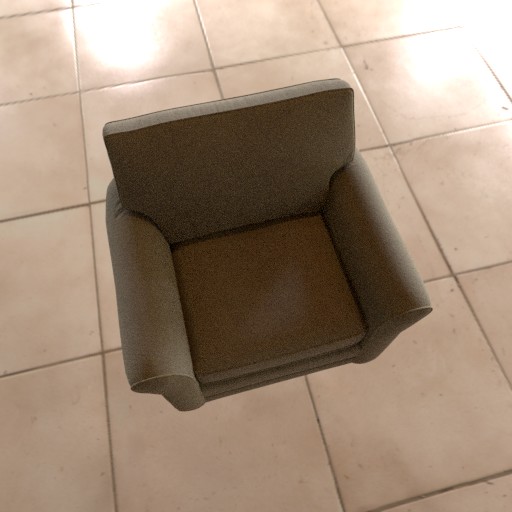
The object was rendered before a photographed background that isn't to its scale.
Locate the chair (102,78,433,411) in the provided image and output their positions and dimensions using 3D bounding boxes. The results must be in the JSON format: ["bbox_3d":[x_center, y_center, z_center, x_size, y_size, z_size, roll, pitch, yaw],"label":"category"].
[{"bbox_3d":[0.000,0.000,1.875,1.147,1.044,0.939,-13,63,-7],"label":"chair"}]
